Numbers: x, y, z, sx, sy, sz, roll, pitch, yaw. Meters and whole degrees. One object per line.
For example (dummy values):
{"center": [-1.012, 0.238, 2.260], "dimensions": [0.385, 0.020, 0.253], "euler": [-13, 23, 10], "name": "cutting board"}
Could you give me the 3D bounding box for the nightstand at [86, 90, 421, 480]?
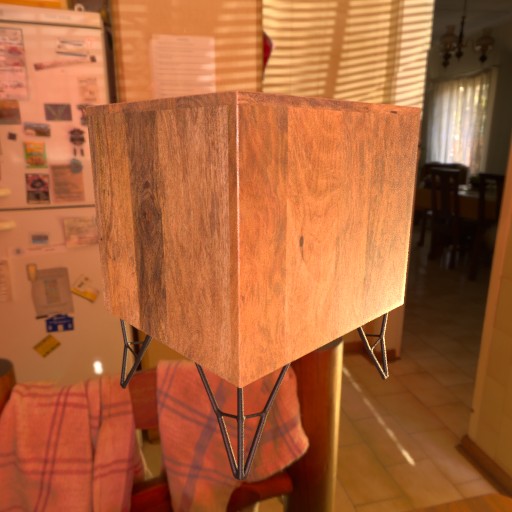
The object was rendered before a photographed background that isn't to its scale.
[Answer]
{"center": [0.000, 0.000, 0.875], "dimensions": [0.457, 0.559, 0.406], "euler": [-14, 21, -42], "name": "nightstand"}
